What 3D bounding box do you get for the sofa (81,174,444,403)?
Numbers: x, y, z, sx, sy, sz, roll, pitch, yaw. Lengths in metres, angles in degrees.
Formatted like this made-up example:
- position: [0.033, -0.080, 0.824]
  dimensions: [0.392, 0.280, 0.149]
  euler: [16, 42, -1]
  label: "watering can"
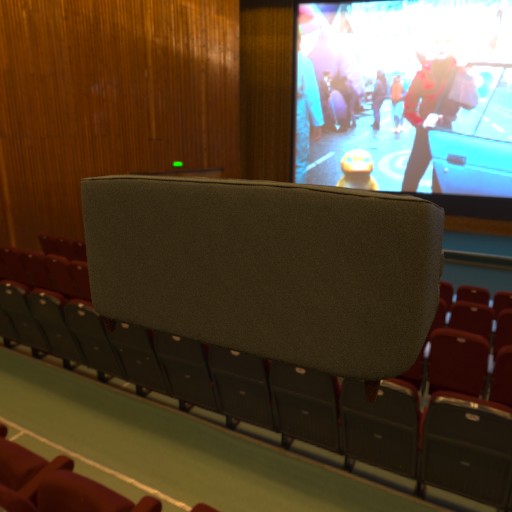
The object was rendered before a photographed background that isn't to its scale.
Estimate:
- position: [0.000, 0.000, 2.284]
  dimensions: [1.733, 0.855, 0.941]
  euler: [8, 17, 27]
  label: "sofa"
